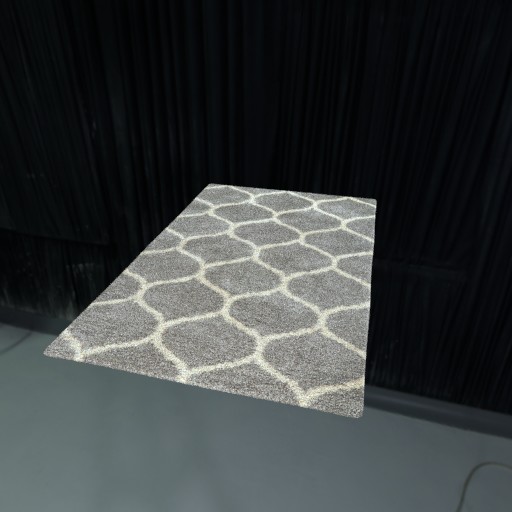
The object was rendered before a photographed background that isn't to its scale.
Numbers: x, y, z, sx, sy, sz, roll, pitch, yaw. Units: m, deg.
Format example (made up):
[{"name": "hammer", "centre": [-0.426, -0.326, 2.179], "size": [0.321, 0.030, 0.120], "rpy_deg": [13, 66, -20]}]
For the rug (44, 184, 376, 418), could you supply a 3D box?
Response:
[{"name": "rug", "centre": [0.000, 0.000, 2.939], "size": [1.501, 0.025, 2.348], "rpy_deg": [7, 31, 13]}]
